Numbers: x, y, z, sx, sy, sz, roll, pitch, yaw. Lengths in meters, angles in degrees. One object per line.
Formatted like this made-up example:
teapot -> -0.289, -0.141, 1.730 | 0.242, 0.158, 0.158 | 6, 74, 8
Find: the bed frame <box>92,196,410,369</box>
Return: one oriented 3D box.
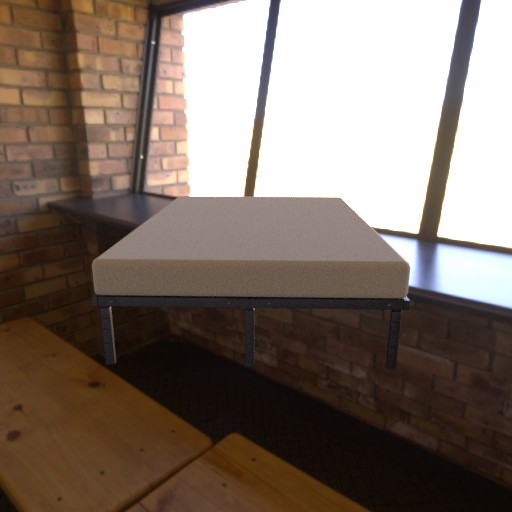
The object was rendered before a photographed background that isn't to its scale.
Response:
bed frame -> 0.000, 0.000, 3.921 | 2.205, 0.680, 2.842 | 2, 16, 9
